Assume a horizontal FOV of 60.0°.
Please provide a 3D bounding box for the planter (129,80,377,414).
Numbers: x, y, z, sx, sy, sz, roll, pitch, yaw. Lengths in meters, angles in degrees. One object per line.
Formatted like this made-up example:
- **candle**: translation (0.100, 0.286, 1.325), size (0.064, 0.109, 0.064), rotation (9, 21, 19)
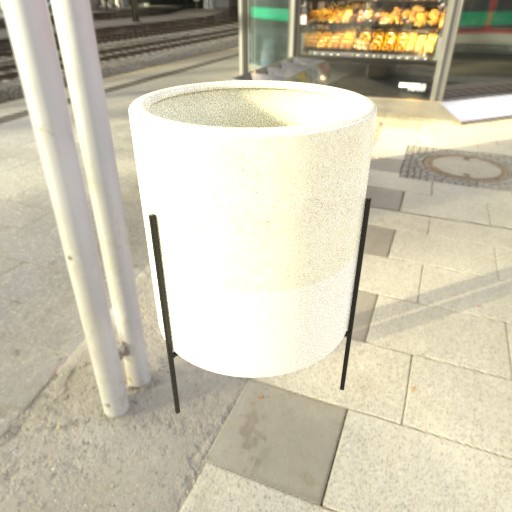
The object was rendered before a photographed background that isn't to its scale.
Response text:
- **planter**: translation (0.000, 0.000, 0.712), size (0.333, 0.483, 0.324), rotation (10, 32, 17)
